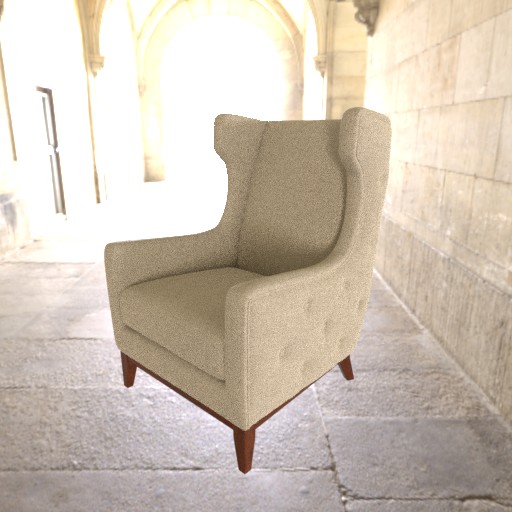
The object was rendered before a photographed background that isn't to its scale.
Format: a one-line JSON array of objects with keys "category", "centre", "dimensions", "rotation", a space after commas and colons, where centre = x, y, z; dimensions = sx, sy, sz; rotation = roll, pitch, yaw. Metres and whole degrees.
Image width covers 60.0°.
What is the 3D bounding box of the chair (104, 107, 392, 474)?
[{"category": "chair", "centre": [0.000, 0.000, 1.710], "dimensions": [0.778, 1.079, 0.899], "rotation": [15, 21, 42]}]
